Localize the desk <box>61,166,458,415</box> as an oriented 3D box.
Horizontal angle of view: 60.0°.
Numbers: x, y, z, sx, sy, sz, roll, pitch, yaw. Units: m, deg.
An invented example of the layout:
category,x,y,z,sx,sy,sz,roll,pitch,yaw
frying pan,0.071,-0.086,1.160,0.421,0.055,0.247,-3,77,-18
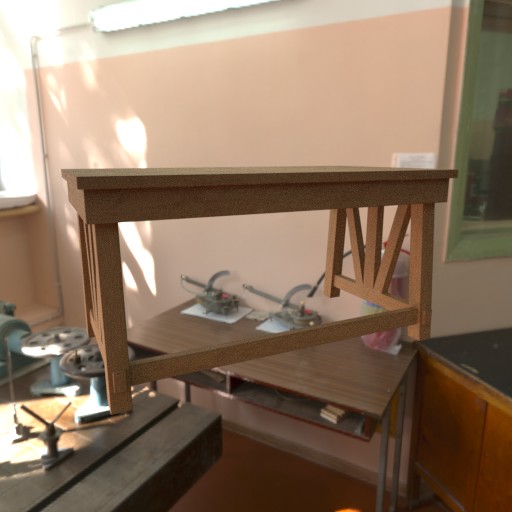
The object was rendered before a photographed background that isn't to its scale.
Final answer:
category,x,y,z,sx,sy,sz,roll,pitch,yaw
desk,0.000,0.000,1.984,1.499,0.762,0.813,-6,14,-25
